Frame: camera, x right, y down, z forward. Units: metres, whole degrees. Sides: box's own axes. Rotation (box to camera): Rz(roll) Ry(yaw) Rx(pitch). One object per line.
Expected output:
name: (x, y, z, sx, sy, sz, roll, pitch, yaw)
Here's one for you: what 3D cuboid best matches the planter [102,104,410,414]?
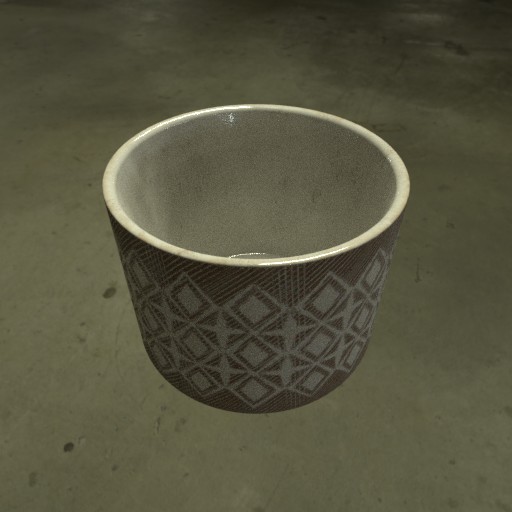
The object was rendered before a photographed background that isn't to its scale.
planter: (0.000, 0.000, 0.222, 0.126, 0.104, 0.126, 0, 42, 0)
